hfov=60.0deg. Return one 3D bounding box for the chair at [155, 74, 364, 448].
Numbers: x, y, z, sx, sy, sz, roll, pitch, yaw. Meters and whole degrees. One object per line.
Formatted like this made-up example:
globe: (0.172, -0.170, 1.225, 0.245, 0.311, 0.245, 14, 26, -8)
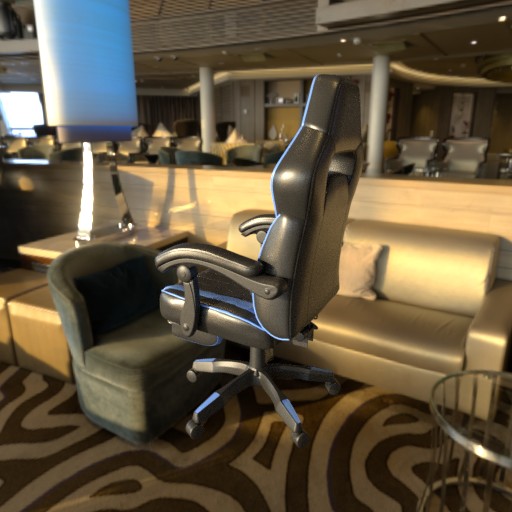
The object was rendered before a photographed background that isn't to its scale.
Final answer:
chair: (0.000, 0.000, 1.728, 0.700, 1.280, 0.700, 8, 18, 26)
